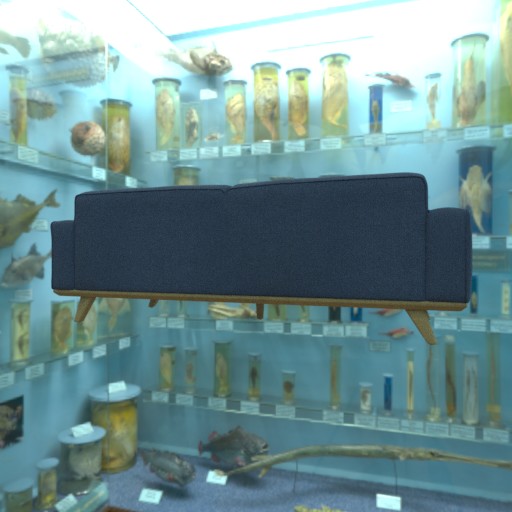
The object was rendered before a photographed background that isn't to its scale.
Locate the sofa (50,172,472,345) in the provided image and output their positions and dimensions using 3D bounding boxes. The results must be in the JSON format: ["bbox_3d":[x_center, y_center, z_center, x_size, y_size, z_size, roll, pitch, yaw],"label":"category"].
[{"bbox_3d":[0.000,0.000,2.650,2.270,0.782,0.953,0,0,19],"label":"sofa"}]
